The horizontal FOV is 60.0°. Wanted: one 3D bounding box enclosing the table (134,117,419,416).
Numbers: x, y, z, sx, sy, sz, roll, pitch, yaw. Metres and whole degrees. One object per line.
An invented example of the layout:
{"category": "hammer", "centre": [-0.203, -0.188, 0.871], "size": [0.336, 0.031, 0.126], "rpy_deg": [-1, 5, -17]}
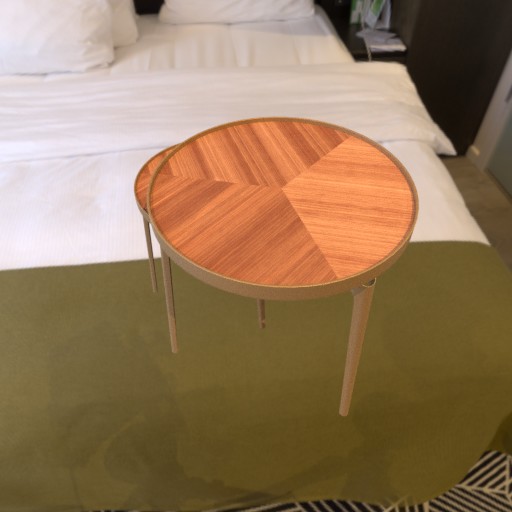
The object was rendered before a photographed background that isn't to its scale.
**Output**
{"category": "table", "centre": [0.000, 0.000, 1.131], "size": [0.532, 0.555, 0.751], "rpy_deg": [-30, 53, -25]}
